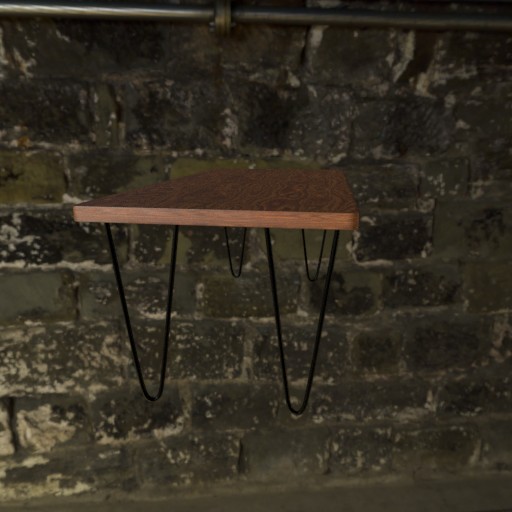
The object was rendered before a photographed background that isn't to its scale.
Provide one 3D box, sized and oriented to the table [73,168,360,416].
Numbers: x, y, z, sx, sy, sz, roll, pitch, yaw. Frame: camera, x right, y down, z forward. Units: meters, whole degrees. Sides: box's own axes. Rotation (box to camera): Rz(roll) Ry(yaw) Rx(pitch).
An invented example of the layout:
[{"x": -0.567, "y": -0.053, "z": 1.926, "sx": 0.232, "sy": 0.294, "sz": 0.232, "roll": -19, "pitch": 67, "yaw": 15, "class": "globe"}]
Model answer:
[{"x": 0.000, "y": 0.000, "z": 2.256, "sx": 0.883, "sy": 0.753, "sz": 1.791, "roll": 2, "pitch": 15, "yaw": 9, "class": "table"}]
